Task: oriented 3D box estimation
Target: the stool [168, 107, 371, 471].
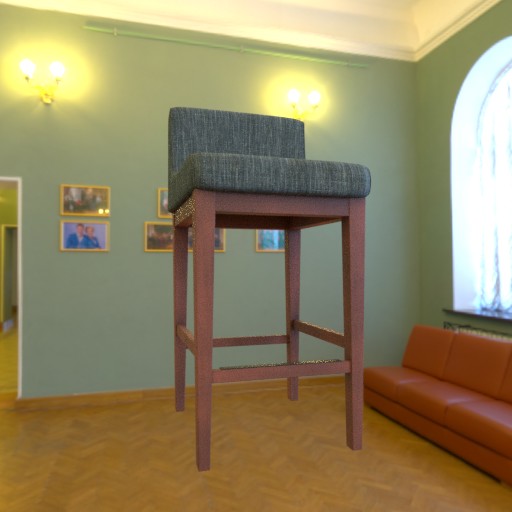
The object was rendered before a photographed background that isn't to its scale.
[{"bbox_3d":[0.000,0.000,1.101,0.395,0.835,0.459,0,-1,-17],"label":"stool"}]
